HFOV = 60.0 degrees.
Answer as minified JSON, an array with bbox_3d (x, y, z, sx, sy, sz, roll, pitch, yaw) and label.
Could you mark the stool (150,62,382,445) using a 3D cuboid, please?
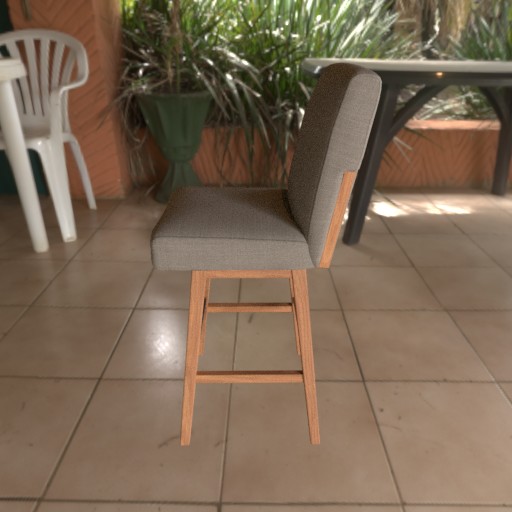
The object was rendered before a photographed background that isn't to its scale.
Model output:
[{"bbox_3d":[0.000,0.000,1.395,0.570,1.112,0.483,0,26,-1],"label":"stool"}]
